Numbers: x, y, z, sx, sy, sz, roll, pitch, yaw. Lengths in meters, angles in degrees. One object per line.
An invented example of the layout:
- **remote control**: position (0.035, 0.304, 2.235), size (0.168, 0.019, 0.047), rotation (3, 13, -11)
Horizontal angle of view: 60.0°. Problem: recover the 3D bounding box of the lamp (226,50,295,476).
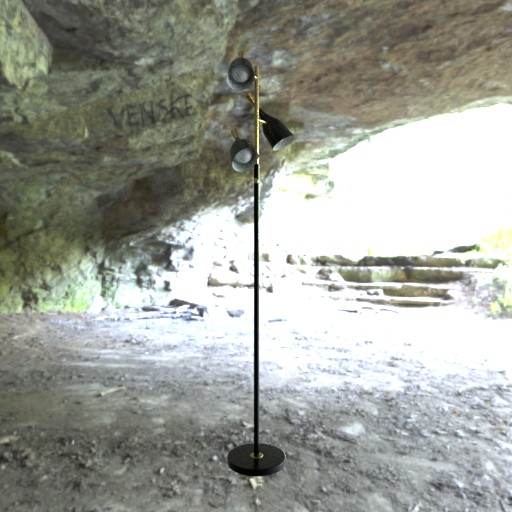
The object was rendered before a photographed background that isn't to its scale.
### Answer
- **lamp**: position (0.000, 0.000, 1.901), size (0.253, 1.778, 0.434), rotation (0, 1, 36)
